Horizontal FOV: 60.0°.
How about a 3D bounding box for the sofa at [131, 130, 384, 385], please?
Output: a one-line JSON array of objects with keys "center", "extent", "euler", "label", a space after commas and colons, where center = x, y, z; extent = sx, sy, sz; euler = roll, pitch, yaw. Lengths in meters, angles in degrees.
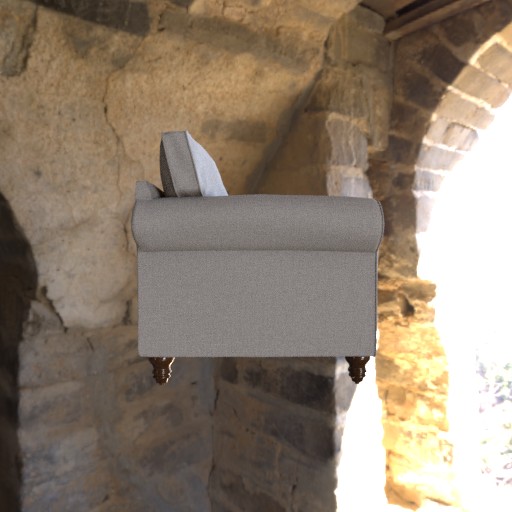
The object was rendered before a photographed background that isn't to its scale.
[{"center": [0.000, 0.000, 2.584], "extent": [0.916, 0.961, 2.084], "euler": [0, 1, -1], "label": "sofa"}]
